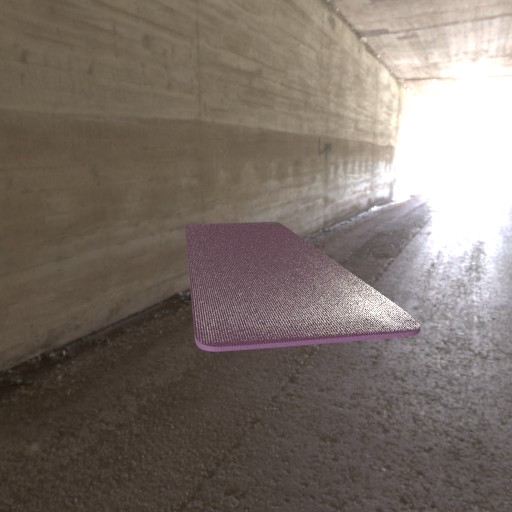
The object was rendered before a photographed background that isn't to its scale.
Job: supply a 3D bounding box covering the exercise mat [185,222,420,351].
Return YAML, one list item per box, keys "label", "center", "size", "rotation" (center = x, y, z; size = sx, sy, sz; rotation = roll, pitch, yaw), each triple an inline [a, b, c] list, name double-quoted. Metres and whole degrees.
- label: "exercise mat"
  center: [0.000, 0.000, 2.019]
  size: [0.616, 0.021, 1.869]
  rotation: [-2, 14, -9]
